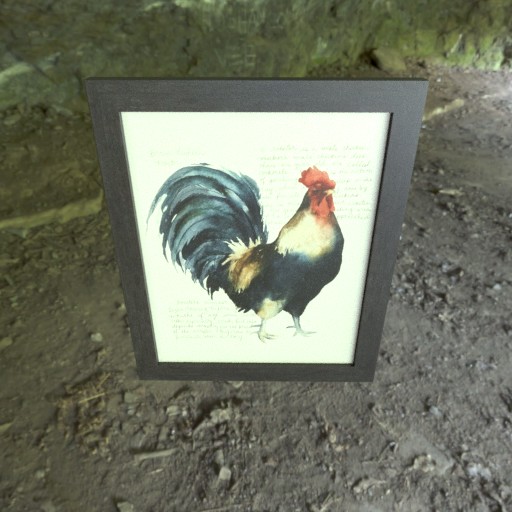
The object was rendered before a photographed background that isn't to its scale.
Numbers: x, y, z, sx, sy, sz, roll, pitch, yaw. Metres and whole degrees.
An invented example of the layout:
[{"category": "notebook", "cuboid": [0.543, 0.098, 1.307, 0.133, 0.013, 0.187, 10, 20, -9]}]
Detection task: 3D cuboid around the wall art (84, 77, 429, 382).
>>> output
[{"category": "wall art", "cuboid": [0.000, 0.000, 0.772, 0.479, 0.580, 0.027, 0, 31, 1]}]
